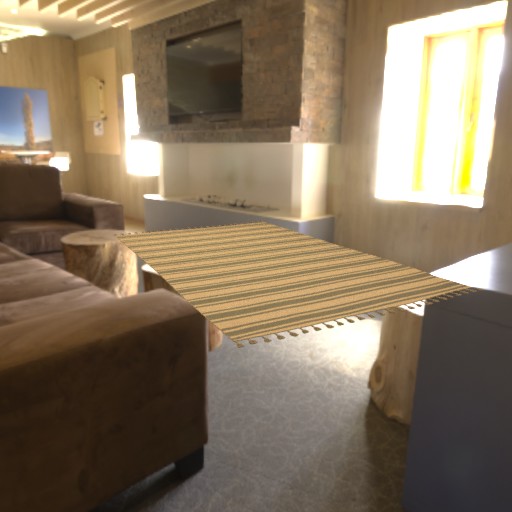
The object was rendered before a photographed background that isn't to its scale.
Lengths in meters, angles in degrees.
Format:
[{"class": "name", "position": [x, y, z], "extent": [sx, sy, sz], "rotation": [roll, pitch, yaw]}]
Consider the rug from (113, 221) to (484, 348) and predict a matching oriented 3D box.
[{"class": "rug", "position": [0.000, 0.000, 2.568], "extent": [1.222, 0.009, 2.084], "rotation": [-7, 16, -27]}]
